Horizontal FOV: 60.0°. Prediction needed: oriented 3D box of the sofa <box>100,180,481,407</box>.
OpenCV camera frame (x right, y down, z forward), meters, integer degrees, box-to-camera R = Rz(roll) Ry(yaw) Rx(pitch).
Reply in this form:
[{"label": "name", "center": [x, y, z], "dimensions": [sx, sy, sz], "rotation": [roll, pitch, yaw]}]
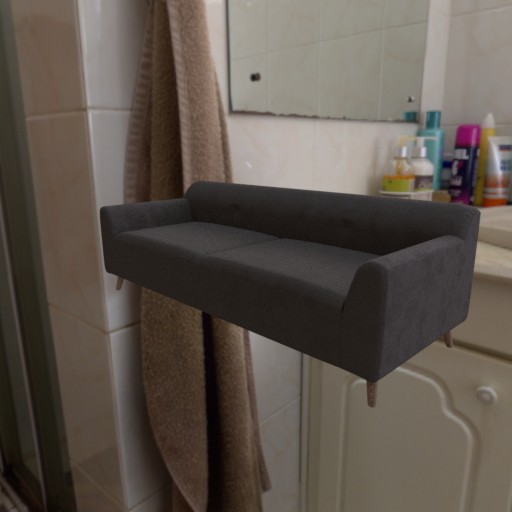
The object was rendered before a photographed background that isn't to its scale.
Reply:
[{"label": "sofa", "center": [0.000, 0.000, 2.655], "dimensions": [0.900, 0.740, 2.190], "rotation": [-14, 20, -43]}]
